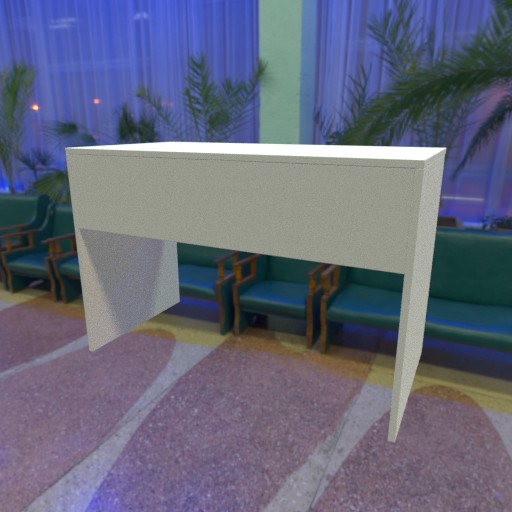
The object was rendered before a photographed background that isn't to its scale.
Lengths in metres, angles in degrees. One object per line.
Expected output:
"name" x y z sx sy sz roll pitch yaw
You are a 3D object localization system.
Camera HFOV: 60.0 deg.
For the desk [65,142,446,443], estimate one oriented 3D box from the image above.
"desk" 0.000 0.000 1.539 1.100 0.730 0.560 8 18 26
